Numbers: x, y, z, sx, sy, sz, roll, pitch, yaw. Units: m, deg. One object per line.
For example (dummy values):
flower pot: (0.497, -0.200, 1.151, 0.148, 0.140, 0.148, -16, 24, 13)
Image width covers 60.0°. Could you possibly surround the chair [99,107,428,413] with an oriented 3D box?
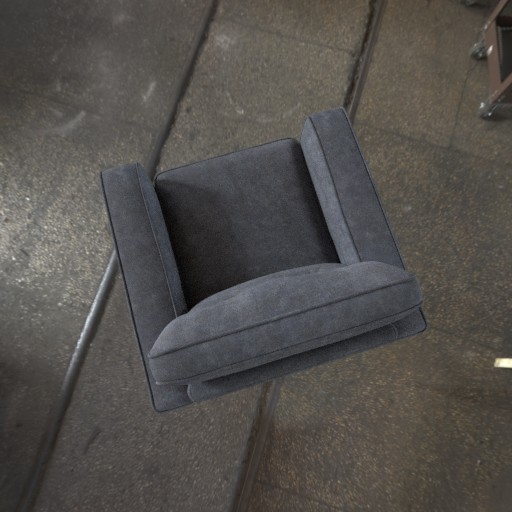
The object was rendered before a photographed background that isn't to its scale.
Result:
chair: (0.000, 0.000, 1.778, 1.015, 0.965, 0.939, -16, 77, -4)
